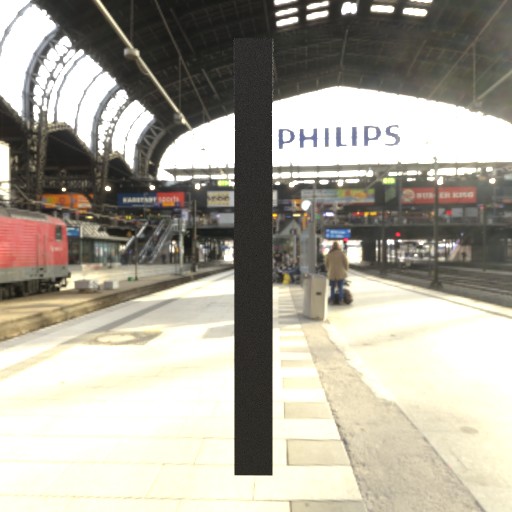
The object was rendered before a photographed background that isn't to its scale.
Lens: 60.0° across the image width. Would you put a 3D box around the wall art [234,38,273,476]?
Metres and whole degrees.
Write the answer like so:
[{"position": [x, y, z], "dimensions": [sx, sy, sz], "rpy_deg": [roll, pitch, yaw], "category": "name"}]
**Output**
[{"position": [0.000, 0.000, 0.525], "dimensions": [0.029, 0.330, 0.381], "rpy_deg": [0, 0, 1], "category": "wall art"}]
